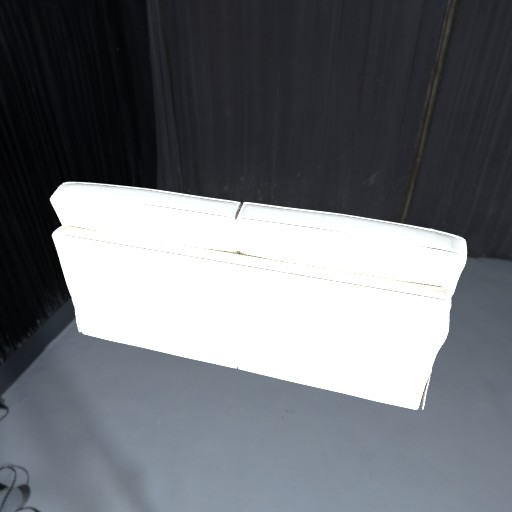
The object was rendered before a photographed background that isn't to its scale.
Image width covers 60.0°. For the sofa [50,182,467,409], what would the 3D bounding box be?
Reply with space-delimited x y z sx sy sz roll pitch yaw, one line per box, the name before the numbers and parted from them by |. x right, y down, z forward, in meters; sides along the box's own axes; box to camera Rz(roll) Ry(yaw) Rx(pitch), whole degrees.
sofa | 0.000 0.000 2.488 2.021 0.937 0.862 9 35 13
